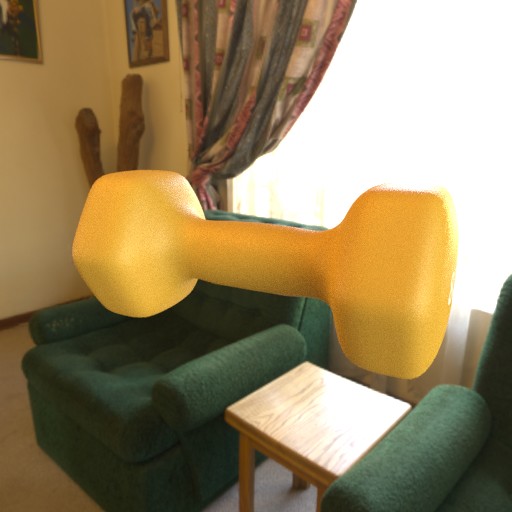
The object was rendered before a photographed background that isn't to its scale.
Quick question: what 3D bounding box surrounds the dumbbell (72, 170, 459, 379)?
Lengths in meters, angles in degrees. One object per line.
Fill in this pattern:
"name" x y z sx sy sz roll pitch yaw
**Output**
"dumbbell" 0.000 0.000 0.230 0.190 0.082 0.090 8 17 26
